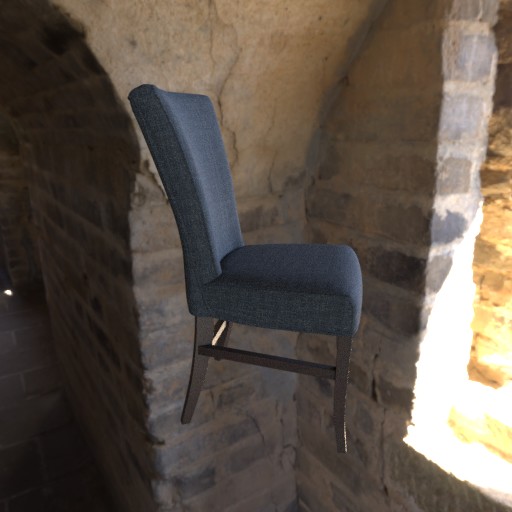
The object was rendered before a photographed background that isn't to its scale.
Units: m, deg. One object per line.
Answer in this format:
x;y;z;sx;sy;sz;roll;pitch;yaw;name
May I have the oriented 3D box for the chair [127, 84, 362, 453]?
0.000;0.000;1.400;0.660;0.991;0.520;3;17;10;chair
